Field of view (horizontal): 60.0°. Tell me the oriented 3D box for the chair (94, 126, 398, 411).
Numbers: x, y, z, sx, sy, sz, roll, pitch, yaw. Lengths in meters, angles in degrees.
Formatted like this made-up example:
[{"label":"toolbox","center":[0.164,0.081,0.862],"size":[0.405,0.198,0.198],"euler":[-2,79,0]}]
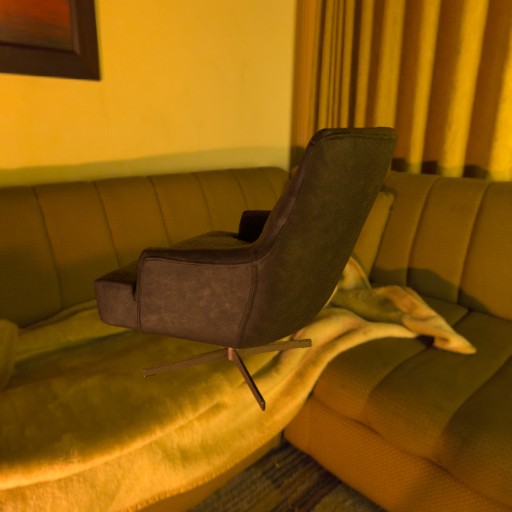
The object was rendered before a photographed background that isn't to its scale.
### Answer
[{"label":"chair","center":[0.000,0.000,1.552],"size":[0.874,0.870,0.738],"euler":[8,18,24]}]
